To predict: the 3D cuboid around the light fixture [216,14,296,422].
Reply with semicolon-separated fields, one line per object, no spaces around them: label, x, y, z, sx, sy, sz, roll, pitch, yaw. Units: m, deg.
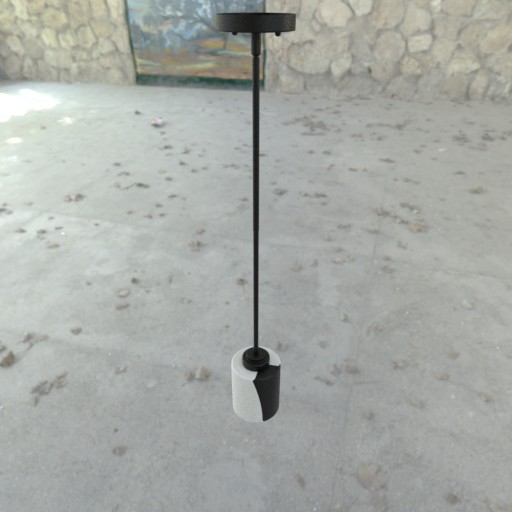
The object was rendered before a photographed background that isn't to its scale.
light fixture;0.000;0.000;0.900;0.123;0.863;0.123;9;32;16
